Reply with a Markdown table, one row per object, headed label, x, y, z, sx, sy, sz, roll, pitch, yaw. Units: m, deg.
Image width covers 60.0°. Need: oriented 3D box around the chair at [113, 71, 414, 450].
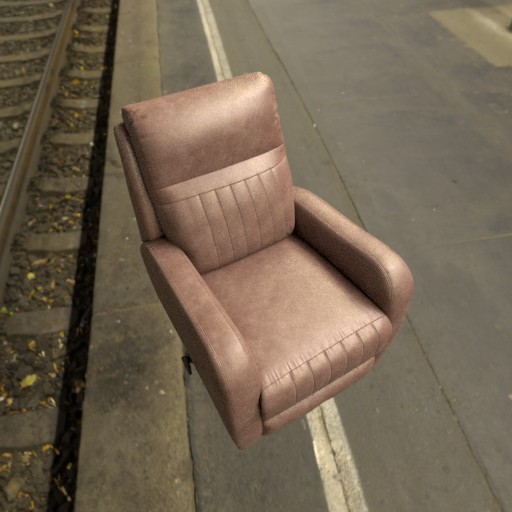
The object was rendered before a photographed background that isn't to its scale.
| label | x | y | z | sx | sy | sz | roll | pitch | yaw |
| --- | --- | --- | --- | --- | --- | --- | --- | --- | --- |
| chair | 0.000 | 0.000 | 1.804 | 0.865 | 1.067 | 1.067 | -24 | 51 | -21 |
